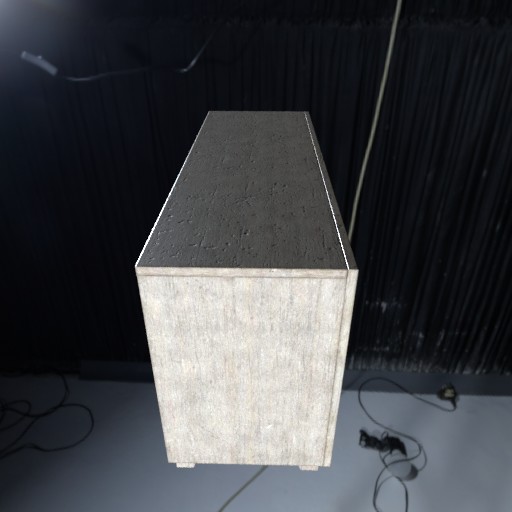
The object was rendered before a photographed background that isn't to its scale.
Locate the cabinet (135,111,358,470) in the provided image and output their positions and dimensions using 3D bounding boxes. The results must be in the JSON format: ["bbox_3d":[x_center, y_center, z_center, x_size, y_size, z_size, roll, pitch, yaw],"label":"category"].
[{"bbox_3d":[0.000,0.000,1.835,0.511,0.825,1.460,1,31,1],"label":"cabinet"}]
